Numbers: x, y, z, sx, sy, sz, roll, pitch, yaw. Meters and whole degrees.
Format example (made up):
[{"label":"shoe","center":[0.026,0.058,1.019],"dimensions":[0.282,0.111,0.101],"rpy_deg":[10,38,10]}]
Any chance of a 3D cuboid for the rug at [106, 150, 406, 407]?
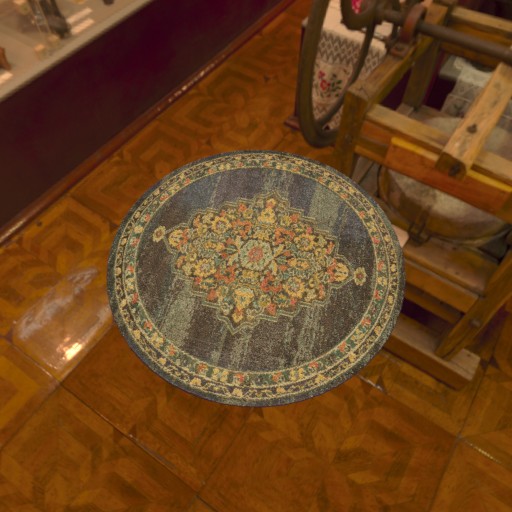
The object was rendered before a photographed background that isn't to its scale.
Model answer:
[{"label":"rug","center":[0.000,0.000,2.396],"dimensions":[1.591,0.010,1.591],"rpy_deg":[0,58,0]}]
